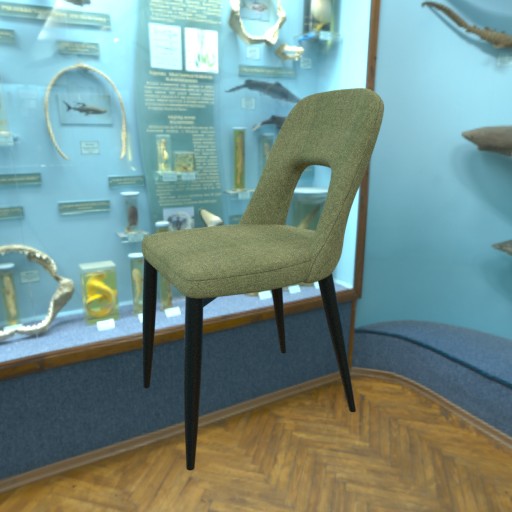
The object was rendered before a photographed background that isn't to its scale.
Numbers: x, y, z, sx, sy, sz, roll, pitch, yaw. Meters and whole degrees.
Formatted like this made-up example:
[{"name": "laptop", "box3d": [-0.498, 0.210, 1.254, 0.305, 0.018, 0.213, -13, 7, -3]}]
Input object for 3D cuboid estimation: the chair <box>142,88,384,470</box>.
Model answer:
[{"name": "chair", "box3d": [0.000, 0.000, 1.289, 0.612, 0.931, 0.470, -8, 18, -27]}]
